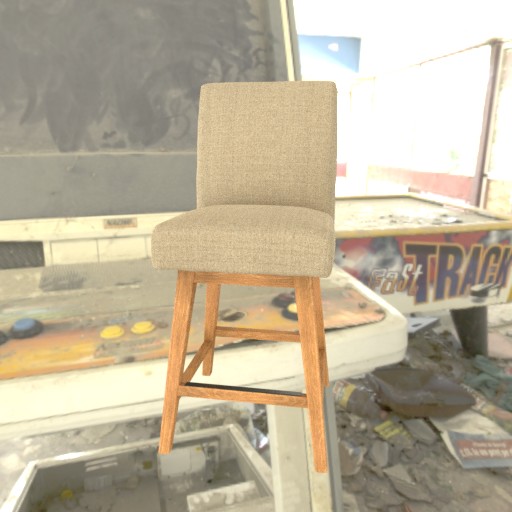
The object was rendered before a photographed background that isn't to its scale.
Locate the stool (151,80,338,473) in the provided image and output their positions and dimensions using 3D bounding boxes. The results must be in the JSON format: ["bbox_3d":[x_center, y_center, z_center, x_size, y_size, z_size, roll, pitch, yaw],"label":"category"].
[{"bbox_3d":[0.000,0.000,1.295,0.459,1.010,0.526,2,15,9],"label":"stool"}]
